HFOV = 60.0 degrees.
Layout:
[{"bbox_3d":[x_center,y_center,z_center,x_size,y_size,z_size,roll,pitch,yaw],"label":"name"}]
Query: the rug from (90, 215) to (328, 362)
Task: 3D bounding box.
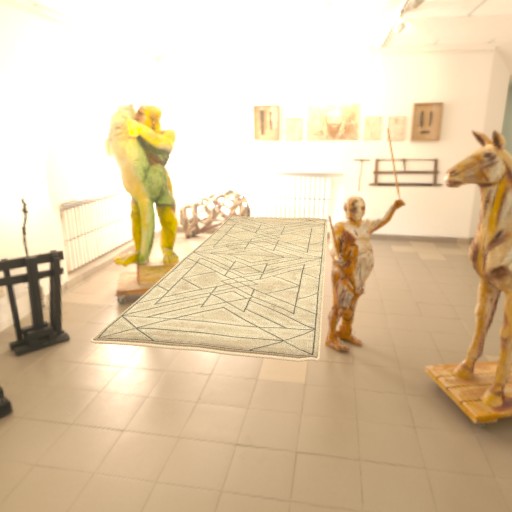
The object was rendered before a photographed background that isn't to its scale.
[{"bbox_3d":[0.000,0.000,2.670,0.831,0.036,2.381,3,16,9],"label":"rug"}]
